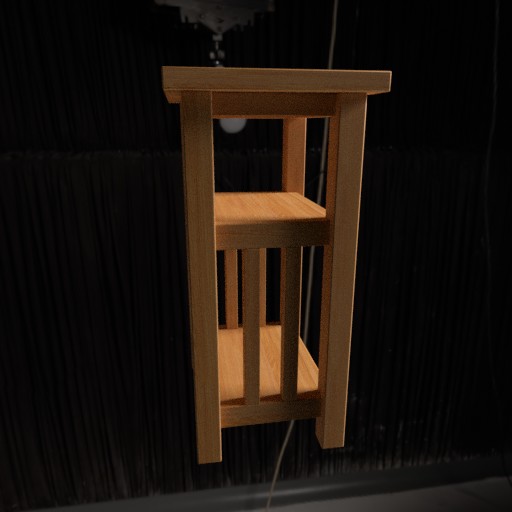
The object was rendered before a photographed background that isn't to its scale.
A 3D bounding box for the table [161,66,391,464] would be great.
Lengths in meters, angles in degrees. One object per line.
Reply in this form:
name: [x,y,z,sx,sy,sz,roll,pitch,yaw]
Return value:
table: [0.000,0.000,0.751,0.270,0.550,0.350,-3,17,-9]
